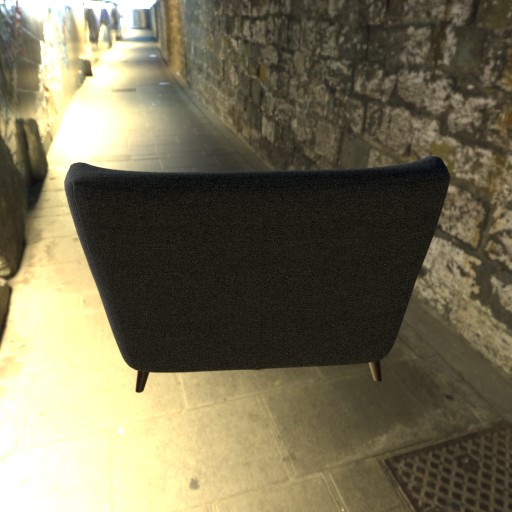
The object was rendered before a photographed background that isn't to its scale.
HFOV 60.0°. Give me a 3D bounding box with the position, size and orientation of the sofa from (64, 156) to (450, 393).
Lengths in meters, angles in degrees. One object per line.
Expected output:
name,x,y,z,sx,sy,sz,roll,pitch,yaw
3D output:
sofa,0.000,0.000,2.019,1.358,1.028,0.874,-2,28,-3
